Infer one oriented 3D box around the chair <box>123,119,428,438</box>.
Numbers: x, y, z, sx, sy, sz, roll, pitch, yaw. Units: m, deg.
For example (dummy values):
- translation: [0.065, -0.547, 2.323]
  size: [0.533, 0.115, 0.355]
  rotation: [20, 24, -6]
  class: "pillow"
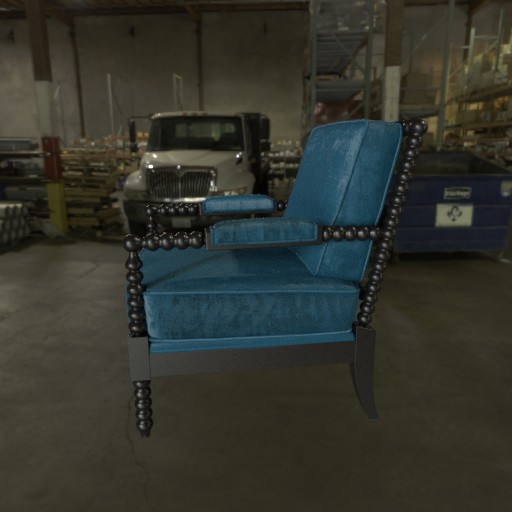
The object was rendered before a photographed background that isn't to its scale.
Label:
- translation: [0.000, 0.000, 1.467]
  size: [0.805, 0.857, 0.688]
  rotation: [-2, 14, -8]
  class: "chair"
